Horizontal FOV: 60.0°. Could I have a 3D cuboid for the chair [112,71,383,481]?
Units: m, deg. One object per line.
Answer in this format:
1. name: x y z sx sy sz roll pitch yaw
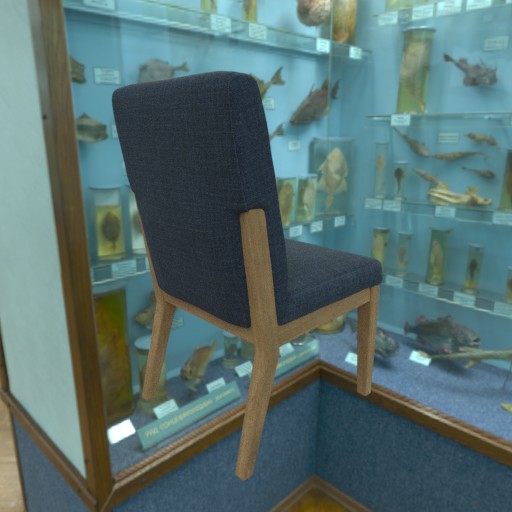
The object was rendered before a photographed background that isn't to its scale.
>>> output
1. chair: 0.000 0.000 1.270 0.586 0.911 0.507 -14 21 -41
